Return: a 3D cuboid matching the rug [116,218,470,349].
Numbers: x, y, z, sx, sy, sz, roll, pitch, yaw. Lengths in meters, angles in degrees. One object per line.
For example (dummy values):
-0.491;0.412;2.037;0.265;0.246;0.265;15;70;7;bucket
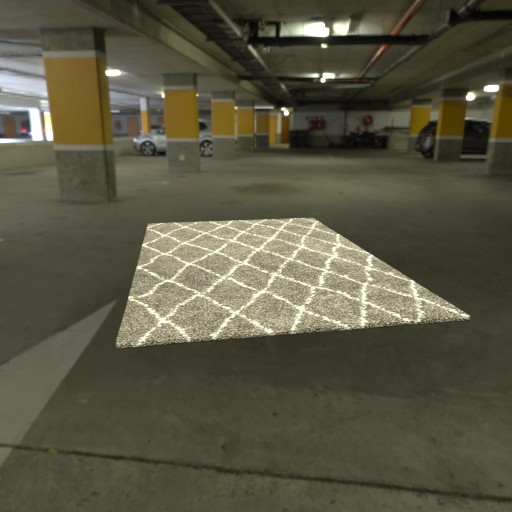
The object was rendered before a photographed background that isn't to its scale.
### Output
0.000;0.000;3.438;1.778;0.030;2.743;-3;16;-10;rug
